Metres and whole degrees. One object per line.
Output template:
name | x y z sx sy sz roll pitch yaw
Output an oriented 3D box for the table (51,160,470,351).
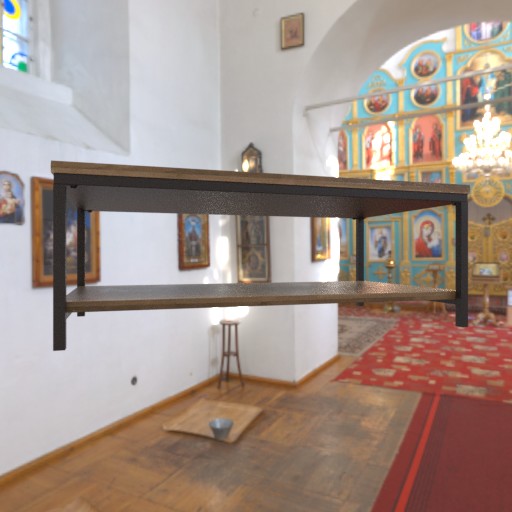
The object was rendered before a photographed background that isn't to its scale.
table | 0.000 0.000 1.343 1.062 0.393 0.574 0 0 -17
